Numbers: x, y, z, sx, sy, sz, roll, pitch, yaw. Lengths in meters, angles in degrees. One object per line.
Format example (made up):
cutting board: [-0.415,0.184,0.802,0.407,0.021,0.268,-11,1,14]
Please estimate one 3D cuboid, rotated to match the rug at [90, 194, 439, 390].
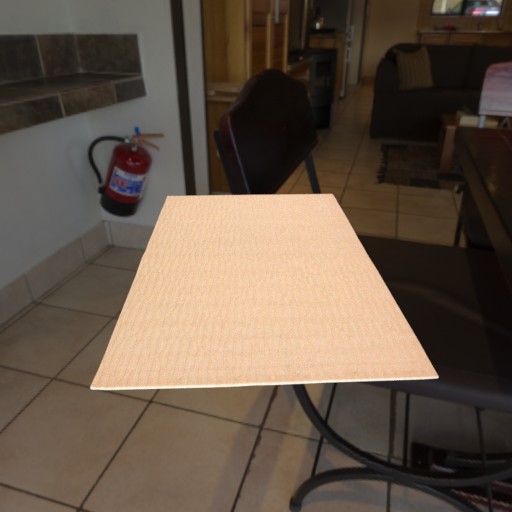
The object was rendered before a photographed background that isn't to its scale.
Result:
rug: [0.000,0.000,3.002,1.531,0.014,2.441,-1,27,-2]
